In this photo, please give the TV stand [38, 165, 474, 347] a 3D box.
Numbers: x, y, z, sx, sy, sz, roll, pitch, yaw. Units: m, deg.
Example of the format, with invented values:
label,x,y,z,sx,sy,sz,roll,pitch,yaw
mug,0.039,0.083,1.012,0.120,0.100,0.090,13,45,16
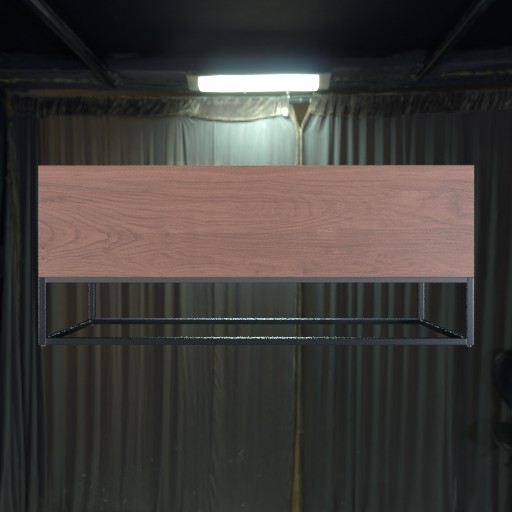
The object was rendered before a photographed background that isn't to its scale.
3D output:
label,x,y,z,sx,sy,sz,roll,pitch,yaw
TV stand,0.000,0.000,1.427,1.200,0.500,0.415,0,0,0
